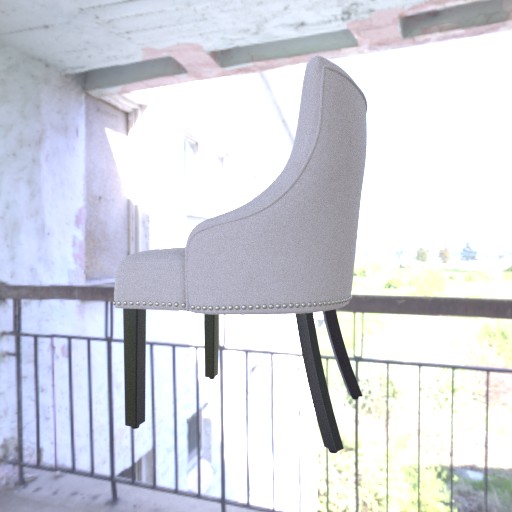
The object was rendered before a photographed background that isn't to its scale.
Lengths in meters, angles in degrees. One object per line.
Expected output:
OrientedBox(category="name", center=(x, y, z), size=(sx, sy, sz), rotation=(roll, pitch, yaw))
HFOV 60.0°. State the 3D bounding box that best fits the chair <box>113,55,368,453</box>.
OrientedBox(category="chair", center=(0.000, 0.000, 1.304), size=(0.629, 0.909, 0.566), rotation=(0, 1, 20))
